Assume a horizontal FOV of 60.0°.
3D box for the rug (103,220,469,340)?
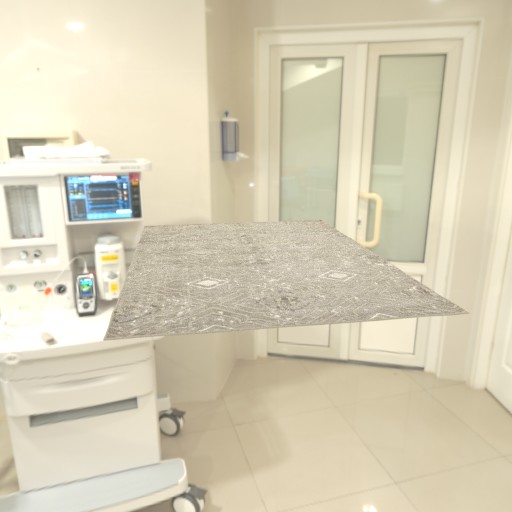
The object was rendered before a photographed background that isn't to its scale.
[{"bbox_3d":[0.000,0.000,4.460,2.448,0.020,3.359,-3,16,-9],"label":"rug"}]
